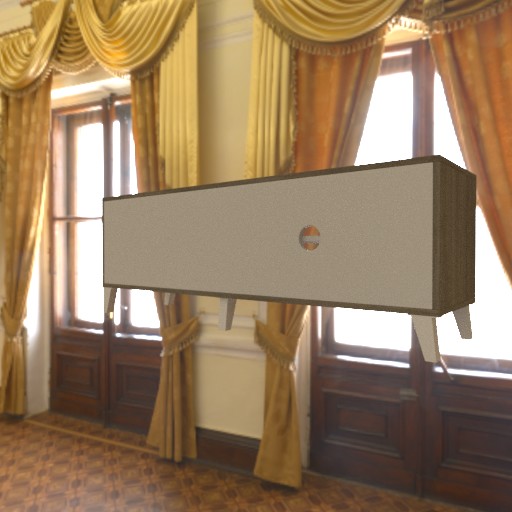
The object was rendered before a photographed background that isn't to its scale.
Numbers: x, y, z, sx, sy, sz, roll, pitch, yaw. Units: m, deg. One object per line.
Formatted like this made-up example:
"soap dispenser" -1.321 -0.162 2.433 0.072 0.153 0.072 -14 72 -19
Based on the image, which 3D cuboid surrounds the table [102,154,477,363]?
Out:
"table" 0.000 0.000 1.743 1.500 0.530 0.400 1 1 38
